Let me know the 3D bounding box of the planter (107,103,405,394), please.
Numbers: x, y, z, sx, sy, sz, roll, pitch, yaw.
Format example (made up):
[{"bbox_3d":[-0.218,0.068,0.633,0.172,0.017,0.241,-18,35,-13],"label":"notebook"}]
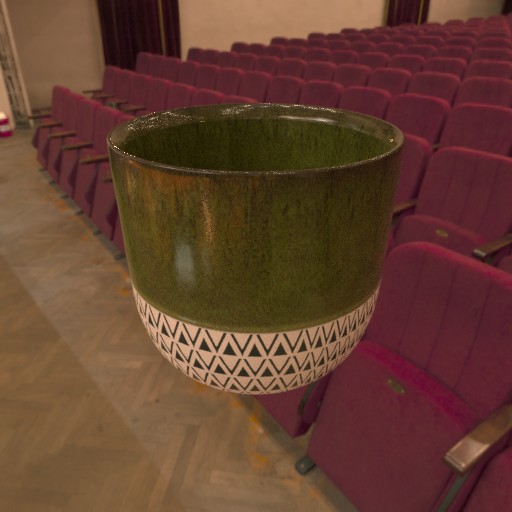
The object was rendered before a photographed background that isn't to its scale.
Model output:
[{"bbox_3d":[0.000,0.000,0.474,0.266,0.270,0.266,0,29,0],"label":"planter"}]
